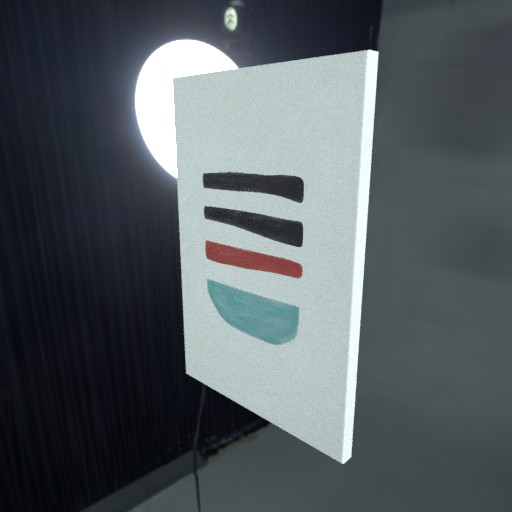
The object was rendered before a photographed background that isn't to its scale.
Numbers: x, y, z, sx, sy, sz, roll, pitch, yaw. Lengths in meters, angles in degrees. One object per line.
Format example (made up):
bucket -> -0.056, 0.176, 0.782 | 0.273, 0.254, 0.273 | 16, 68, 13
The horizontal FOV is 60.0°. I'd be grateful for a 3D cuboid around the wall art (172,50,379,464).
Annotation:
wall art -> 0.000, 0.000, 1.152 | 0.607, 0.912, 0.038 | 14, 21, 42
